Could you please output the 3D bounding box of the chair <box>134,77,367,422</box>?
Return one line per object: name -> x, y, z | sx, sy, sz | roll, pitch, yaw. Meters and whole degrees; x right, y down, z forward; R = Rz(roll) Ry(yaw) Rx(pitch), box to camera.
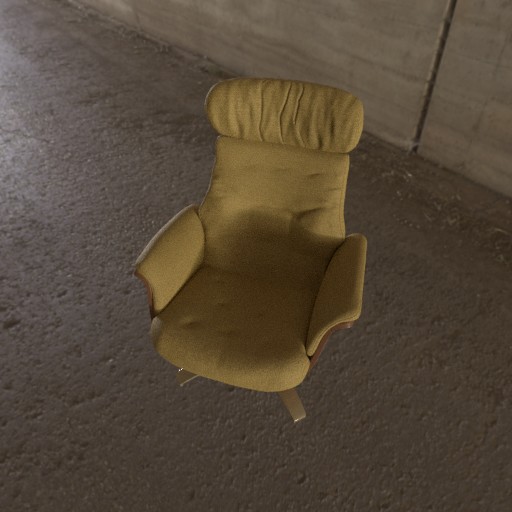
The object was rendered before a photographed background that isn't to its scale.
chair -> 0.000, 0.000, 1.581 | 0.785, 0.995, 0.837 | 12, 43, 14
